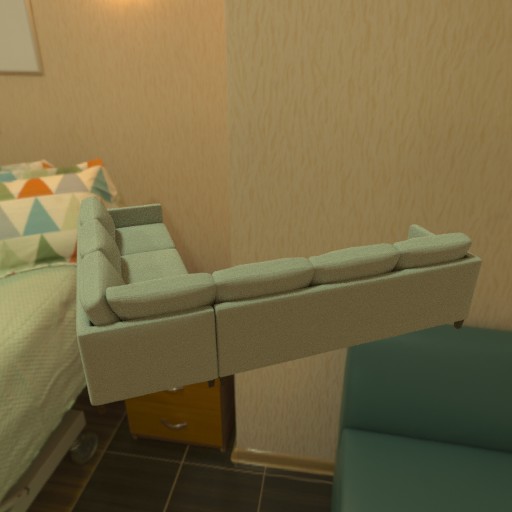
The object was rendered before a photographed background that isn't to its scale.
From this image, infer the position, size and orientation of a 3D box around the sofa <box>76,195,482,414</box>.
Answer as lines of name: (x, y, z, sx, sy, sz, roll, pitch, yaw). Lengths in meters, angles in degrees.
sofa: (0.000, 0.000, 4.464, 3.333, 0.934, 2.522, -9, 27, -18)
